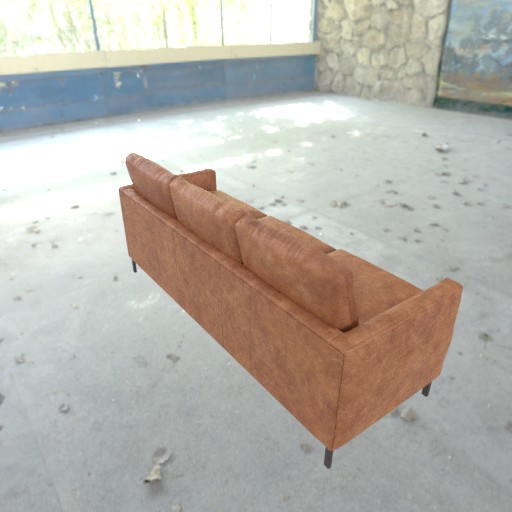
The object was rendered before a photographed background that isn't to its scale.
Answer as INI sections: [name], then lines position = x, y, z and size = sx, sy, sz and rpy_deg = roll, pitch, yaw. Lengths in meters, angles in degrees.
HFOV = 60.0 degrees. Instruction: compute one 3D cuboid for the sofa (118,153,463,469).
[sofa]
position = 0.000, 0.000, 2.427
size = 0.748, 0.863, 2.029
rpy_deg = -19, 34, -32
